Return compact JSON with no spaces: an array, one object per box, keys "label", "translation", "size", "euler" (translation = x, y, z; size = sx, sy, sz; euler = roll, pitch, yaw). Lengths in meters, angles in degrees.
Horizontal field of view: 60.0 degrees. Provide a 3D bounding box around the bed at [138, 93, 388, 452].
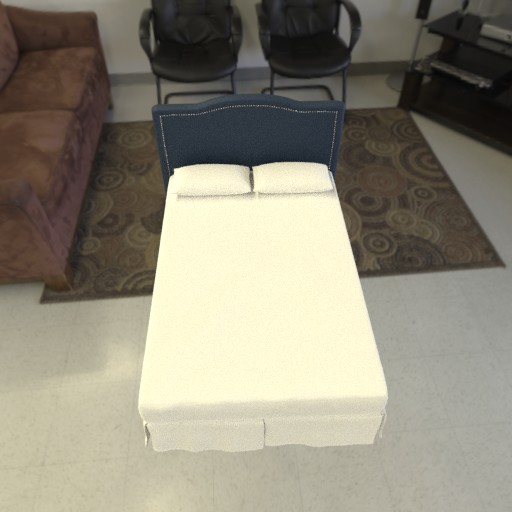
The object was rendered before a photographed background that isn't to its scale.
[{"label":"bed","translation":[0.000,0.000,3.503],"size":[1.741,1.441,2.507],"euler":[-2,48,-2]}]
